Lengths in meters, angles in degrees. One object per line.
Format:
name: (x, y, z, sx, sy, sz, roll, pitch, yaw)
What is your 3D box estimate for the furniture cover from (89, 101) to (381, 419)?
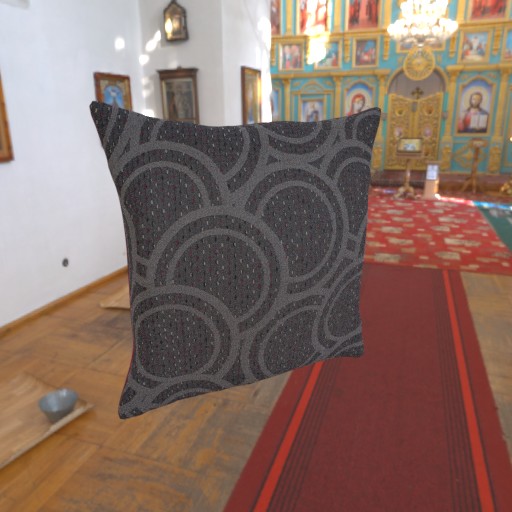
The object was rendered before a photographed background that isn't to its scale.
furniture cover: (0.000, 0.000, 0.787, 0.514, 0.513, 0.163, -7, 17, -25)
